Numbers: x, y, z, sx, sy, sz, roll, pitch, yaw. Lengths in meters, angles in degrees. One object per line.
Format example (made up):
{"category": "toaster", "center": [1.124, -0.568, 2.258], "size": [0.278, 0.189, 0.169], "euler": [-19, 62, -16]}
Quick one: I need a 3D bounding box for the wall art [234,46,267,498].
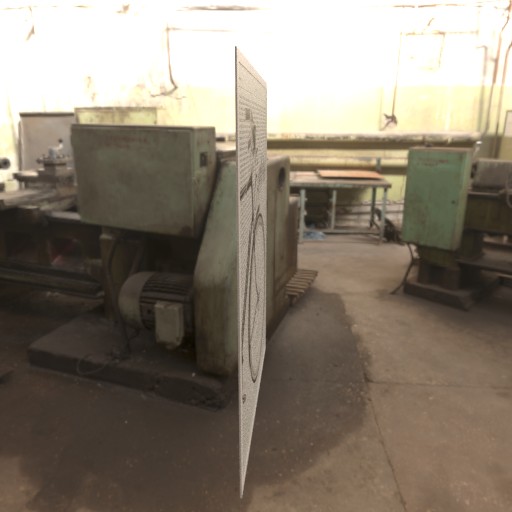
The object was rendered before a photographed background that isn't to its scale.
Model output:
{"category": "wall art", "center": [0.000, 0.000, 0.784], "size": [0.003, 0.610, 0.457], "euler": [2, 17, 5]}
